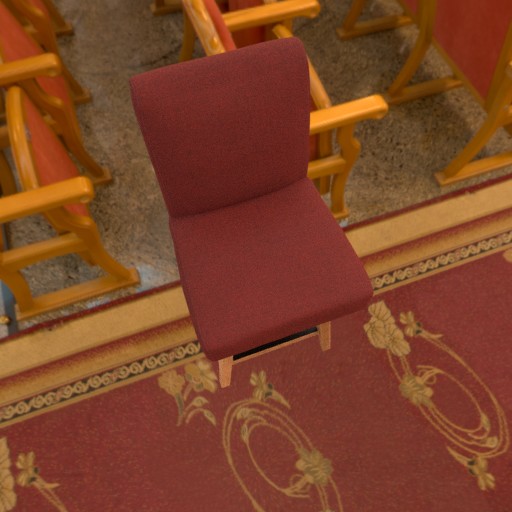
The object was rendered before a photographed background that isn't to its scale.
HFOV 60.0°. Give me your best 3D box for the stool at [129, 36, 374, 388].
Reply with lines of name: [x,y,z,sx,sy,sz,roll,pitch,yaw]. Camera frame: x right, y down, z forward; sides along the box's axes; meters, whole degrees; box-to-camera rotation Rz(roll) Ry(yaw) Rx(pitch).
stool: [0.000,0.000,1.334,0.468,1.038,0.562,-18,66,-8]
